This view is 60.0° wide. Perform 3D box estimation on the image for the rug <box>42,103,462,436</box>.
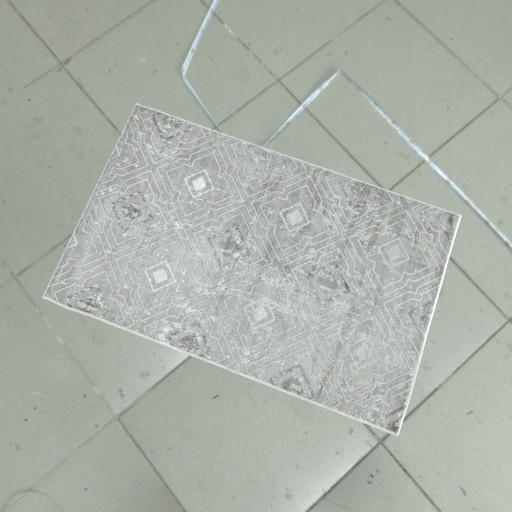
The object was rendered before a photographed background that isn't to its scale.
[{"bbox_3d":[0.000,0.000,2.983,2.447,0.036,1.537,20,78,5],"label":"rug"}]
